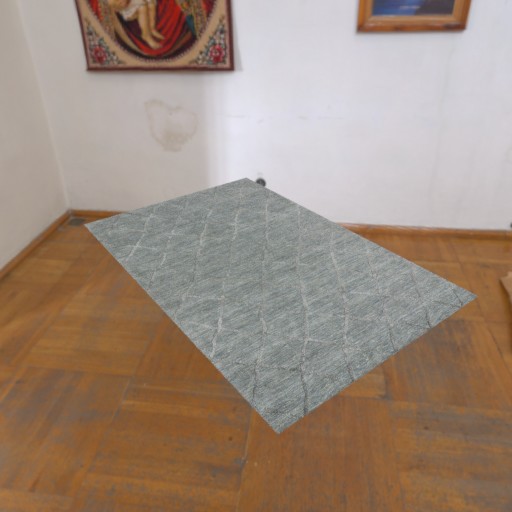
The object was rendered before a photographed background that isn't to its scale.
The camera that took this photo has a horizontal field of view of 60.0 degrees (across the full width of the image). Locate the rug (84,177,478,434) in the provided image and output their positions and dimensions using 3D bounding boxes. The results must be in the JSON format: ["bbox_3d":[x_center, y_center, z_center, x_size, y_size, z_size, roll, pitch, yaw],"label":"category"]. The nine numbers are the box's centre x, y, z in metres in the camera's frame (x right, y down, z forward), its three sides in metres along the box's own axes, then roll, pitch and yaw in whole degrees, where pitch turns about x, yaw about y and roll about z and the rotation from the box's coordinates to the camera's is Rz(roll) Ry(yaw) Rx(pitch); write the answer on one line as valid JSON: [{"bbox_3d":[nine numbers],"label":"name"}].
[{"bbox_3d":[0.000,0.000,2.971,1.521,0.006,2.283,-22,38,-31],"label":"rug"}]
